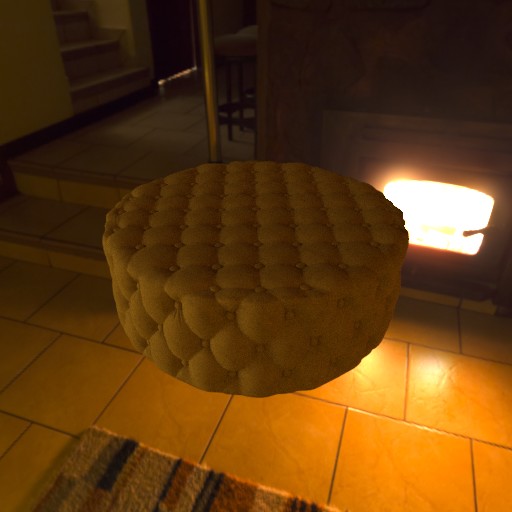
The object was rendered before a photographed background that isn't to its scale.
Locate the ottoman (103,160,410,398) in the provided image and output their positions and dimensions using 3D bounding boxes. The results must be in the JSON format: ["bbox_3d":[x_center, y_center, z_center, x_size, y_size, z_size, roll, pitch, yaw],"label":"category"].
[{"bbox_3d":[0.000,0.000,1.569,0.998,0.399,0.998,0,32,0],"label":"ottoman"}]
